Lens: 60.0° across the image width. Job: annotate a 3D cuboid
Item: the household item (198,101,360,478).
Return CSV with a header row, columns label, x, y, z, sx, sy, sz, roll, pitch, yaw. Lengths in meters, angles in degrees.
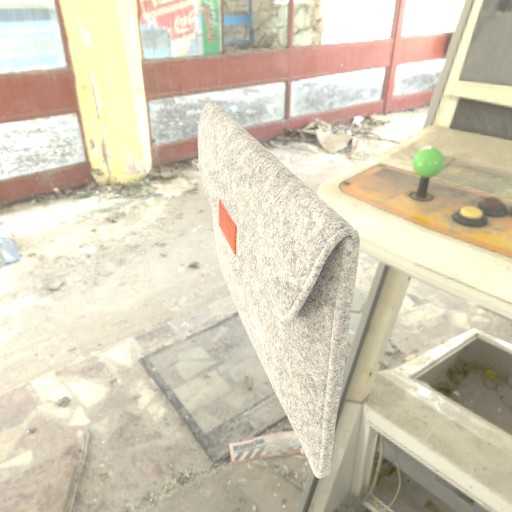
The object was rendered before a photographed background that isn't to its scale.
label,x,y,z,sx,sy,sz,roll,pitch,yaw
household item,0.000,0.000,0.423,0.057,0.221,0.335,-9,32,-15
